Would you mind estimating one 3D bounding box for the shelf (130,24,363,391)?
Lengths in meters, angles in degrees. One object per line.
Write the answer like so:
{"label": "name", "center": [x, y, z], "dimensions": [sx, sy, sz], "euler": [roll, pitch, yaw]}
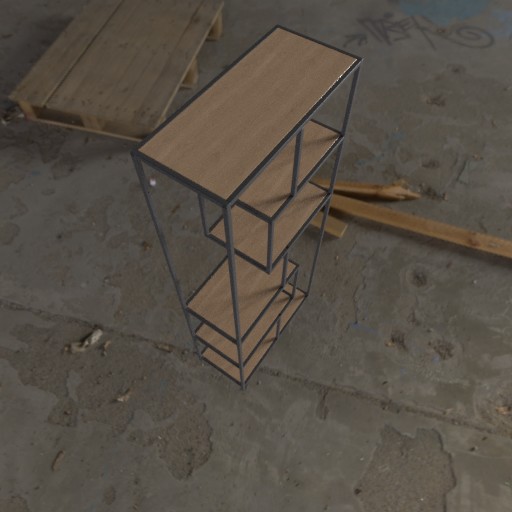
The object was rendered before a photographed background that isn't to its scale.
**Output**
{"label": "shelf", "center": [0.000, 0.000, 2.171], "dimensions": [0.350, 1.850, 0.770], "euler": [31, 63, 17]}
